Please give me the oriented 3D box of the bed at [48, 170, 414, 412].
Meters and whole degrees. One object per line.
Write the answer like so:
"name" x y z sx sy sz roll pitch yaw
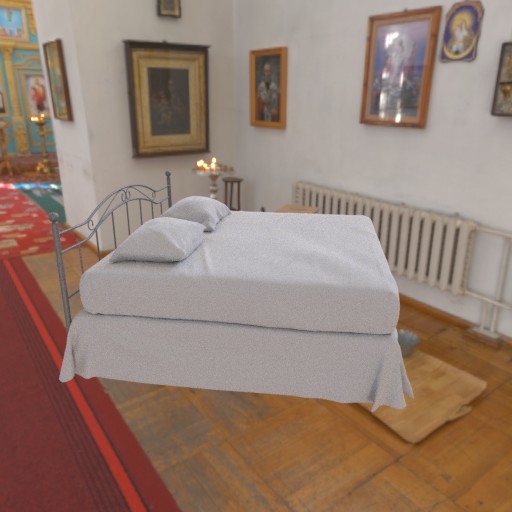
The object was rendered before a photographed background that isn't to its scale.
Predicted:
"bed" 0.000 0.000 3.574 2.220 1.080 2.309 3 18 9
